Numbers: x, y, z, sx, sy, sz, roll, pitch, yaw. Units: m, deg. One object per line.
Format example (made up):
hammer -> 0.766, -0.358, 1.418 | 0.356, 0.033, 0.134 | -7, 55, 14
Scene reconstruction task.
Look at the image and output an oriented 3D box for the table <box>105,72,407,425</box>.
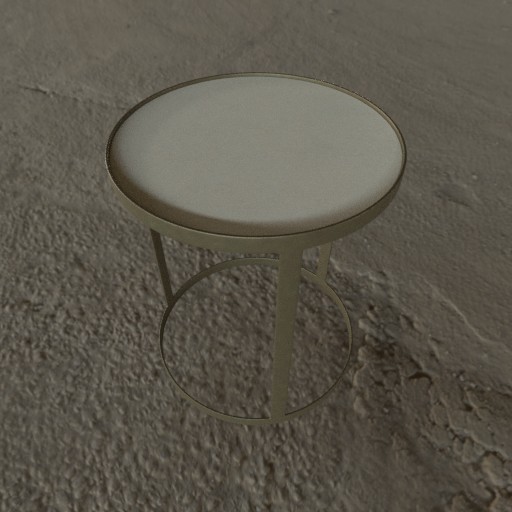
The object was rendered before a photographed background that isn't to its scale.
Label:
table -> 0.000, 0.000, 0.927 | 0.480, 0.565, 0.480 | 0, 46, 0
